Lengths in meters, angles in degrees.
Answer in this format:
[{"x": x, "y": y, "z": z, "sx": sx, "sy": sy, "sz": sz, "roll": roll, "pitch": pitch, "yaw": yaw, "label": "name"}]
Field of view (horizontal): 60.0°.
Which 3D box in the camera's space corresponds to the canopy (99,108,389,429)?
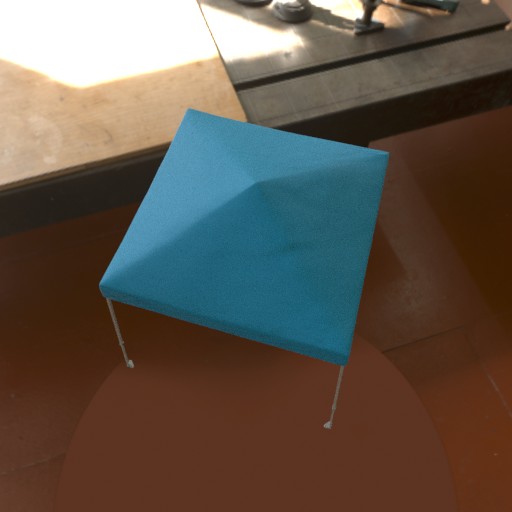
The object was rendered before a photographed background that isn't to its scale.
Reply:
[{"x": 0.000, "y": 0.000, "z": 5.267, "sx": 2.849, "sy": 2.849, "sz": 2.848, "roll": 15, "pitch": 63, "yaw": 8, "label": "canopy"}]
